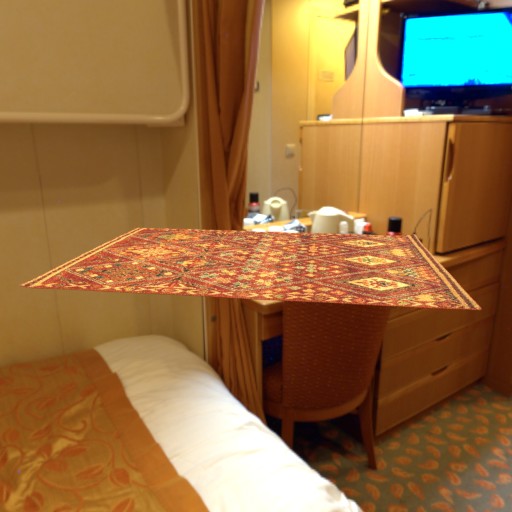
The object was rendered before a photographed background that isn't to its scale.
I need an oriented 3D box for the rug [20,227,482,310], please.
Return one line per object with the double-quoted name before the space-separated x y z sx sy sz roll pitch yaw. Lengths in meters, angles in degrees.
"rug" 0.000 0.000 2.874 2.286 0.026 1.521 2 16 8
